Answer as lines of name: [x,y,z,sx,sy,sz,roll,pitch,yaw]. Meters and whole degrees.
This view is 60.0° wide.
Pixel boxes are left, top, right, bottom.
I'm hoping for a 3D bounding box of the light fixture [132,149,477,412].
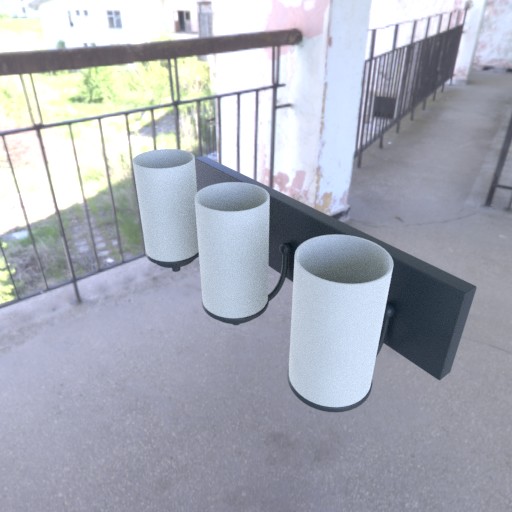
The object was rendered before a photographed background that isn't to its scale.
light fixture: [0.000,0.000,0.531,0.145,0.172,0.451,-22,37,-32]
